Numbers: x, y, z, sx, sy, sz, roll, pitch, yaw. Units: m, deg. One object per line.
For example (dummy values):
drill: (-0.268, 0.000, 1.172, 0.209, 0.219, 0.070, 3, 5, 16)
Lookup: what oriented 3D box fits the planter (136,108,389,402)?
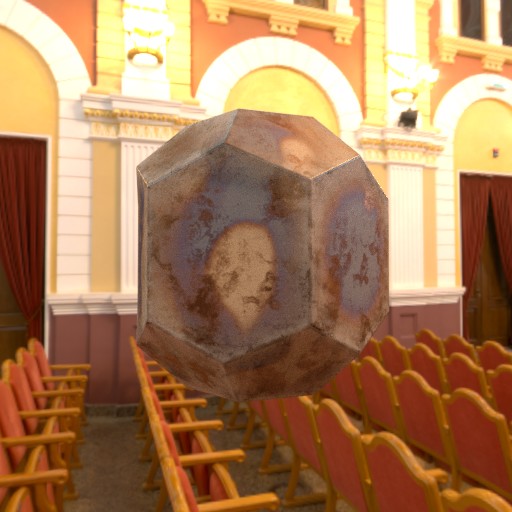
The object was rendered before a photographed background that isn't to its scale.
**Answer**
planter: (0.000, 0.000, 0.422, 0.221, 0.238, 0.243, 0, -1, -18)
